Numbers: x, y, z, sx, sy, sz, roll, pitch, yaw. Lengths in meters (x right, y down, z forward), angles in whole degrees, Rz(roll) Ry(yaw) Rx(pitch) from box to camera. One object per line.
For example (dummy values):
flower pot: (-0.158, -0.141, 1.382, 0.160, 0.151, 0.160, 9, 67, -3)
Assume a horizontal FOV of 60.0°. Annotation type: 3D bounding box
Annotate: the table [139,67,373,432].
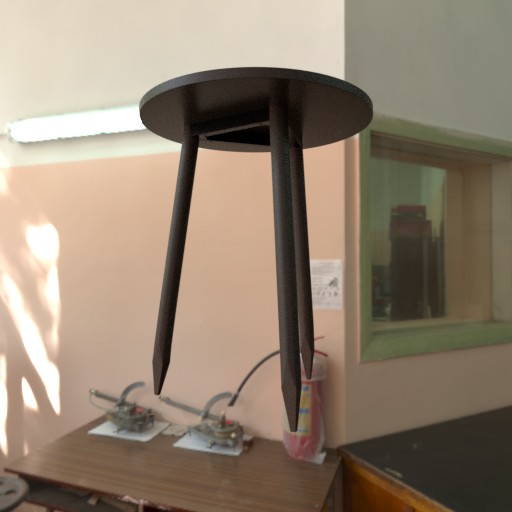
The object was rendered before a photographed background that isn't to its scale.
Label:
table: (0.000, 0.000, 0.893, 0.457, 0.585, 0.457, 0, -1, 0)
